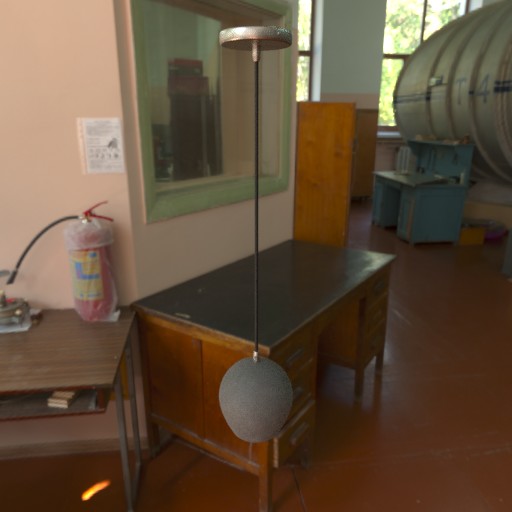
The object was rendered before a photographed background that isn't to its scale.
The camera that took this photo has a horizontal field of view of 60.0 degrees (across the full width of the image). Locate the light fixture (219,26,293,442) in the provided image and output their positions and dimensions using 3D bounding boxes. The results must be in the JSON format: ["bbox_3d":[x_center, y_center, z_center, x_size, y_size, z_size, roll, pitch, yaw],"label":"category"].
[{"bbox_3d":[0.000,0.000,0.834,0.153,0.760,0.153,8,19,25],"label":"light fixture"}]
